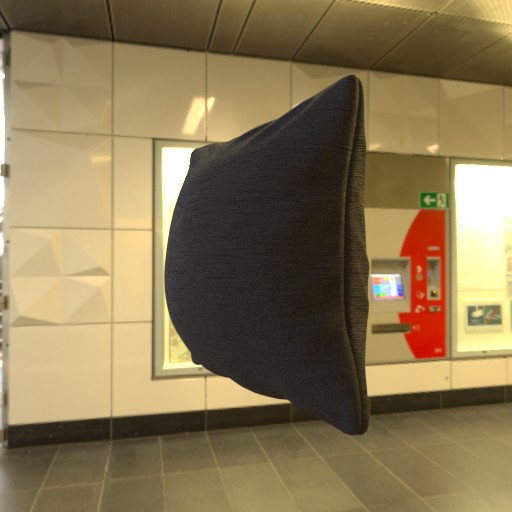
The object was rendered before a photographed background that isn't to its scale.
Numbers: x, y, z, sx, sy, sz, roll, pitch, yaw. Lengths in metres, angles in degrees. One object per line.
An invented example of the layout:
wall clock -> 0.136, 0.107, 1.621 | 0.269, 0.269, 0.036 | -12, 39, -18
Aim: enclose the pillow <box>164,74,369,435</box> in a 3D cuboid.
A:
pillow -> 0.000, 0.000, 0.677 | 0.246, 0.414, 0.432 | 0, -1, -34
